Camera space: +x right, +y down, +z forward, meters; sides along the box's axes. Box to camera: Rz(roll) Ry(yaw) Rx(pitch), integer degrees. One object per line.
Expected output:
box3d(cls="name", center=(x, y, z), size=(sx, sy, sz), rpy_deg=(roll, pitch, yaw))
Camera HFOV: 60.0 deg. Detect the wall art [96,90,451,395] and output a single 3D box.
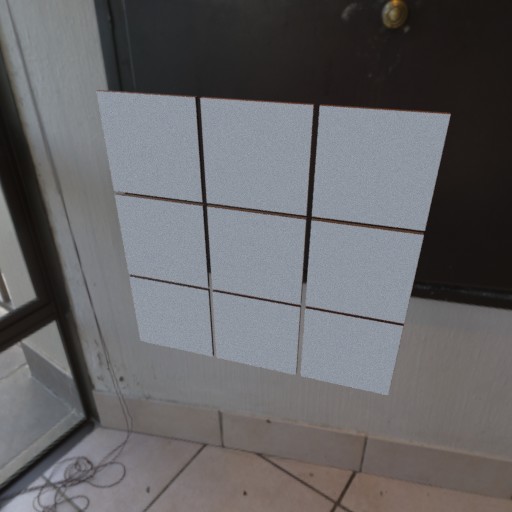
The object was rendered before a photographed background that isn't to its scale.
box3d(cls="wall art", center=(0.000, 0.000, 1.845), size=(1.256, 1.246, 0.017), rpy_deg=(9, 32, 14))
